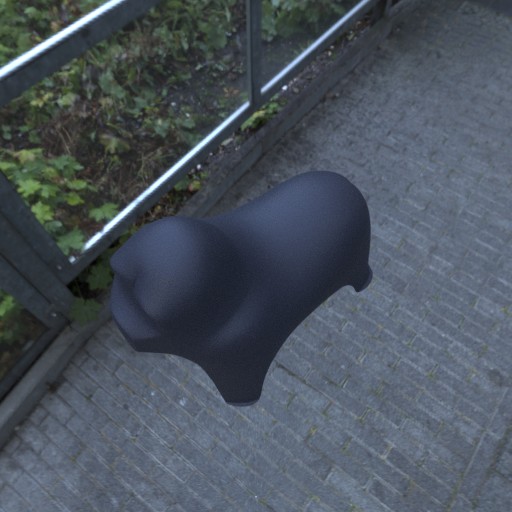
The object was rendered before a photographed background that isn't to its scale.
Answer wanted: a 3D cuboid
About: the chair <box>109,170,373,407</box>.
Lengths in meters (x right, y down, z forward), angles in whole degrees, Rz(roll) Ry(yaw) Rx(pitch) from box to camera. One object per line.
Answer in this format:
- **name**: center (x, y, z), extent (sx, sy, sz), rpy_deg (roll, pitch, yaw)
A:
- **chair**: center (0.000, 0.000, 1.158), extent (0.758, 0.600, 0.490), rpy_deg (-36, 67, -18)
